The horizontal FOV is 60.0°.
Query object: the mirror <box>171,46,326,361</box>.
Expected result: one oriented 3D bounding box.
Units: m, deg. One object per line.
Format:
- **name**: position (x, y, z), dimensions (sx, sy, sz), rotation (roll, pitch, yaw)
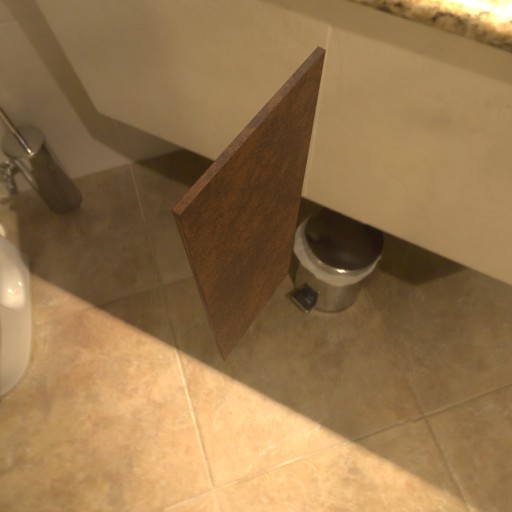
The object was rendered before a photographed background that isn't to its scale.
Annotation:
- **mirror**: position (0.000, 0.000, 2.336), dimensions (0.032, 2.031, 0.812), rotation (32, 69, 14)
